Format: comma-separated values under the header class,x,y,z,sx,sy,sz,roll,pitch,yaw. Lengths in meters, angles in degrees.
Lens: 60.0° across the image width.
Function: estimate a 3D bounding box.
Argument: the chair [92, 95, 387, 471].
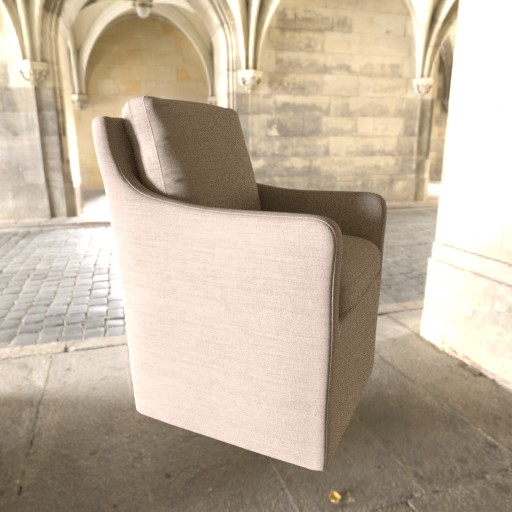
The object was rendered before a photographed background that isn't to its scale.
class,x,y,z,sx,sy,sz,roll,pitch,yaw
chair,0.000,0.000,1.364,0.694,0.914,0.626,7,15,25
